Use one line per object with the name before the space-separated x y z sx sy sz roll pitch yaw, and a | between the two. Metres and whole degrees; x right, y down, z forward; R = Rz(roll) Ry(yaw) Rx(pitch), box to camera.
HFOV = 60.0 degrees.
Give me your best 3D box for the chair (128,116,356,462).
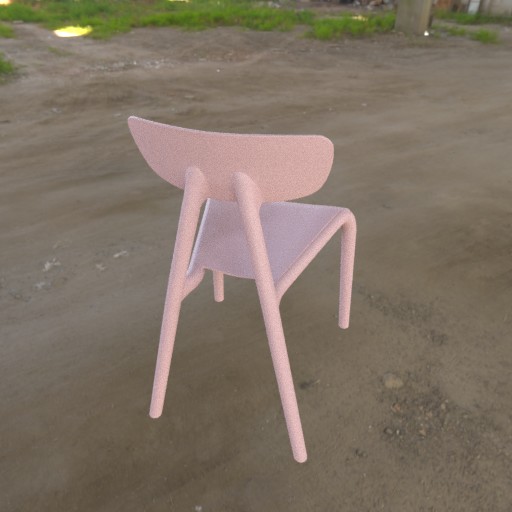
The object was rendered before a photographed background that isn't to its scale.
chair | 0.000 0.000 0.836 0.356 0.580 0.401 10 34 15
